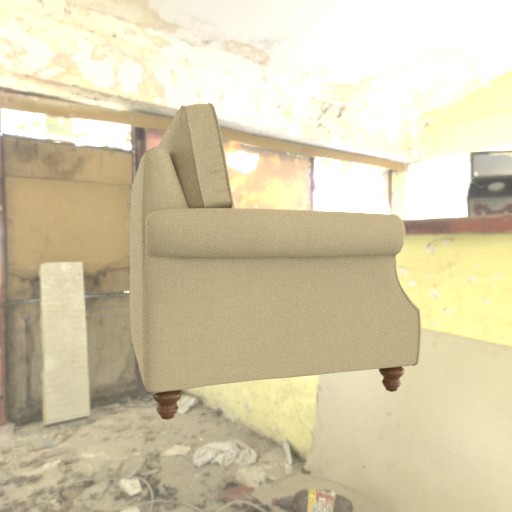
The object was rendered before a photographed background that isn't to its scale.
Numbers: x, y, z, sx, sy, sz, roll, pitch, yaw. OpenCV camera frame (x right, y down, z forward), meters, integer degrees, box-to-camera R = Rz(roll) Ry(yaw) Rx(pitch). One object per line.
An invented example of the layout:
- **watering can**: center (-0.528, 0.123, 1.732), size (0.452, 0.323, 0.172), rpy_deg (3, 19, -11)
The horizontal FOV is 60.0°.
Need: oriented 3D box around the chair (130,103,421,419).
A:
- **chair**: center (0.000, 0.000, 1.810), size (0.966, 0.967, 1.029), rpy_deg (-1, 2, -18)
